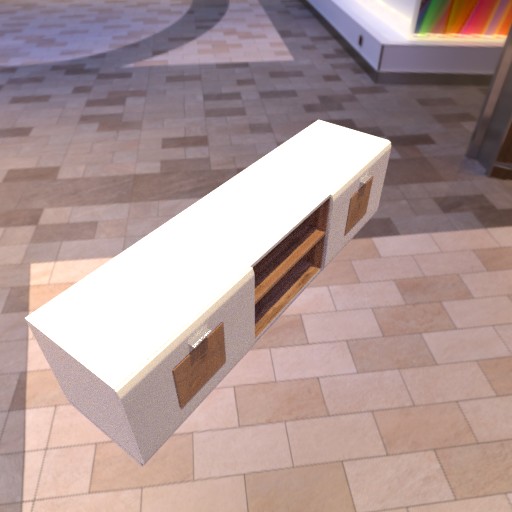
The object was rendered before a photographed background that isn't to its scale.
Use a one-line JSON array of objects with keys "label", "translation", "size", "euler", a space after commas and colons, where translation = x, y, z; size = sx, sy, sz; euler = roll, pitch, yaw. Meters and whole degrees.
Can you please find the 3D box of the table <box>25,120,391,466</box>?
[{"label": "table", "translation": [0.000, 0.000, 1.715], "size": [0.400, 0.440, 1.550], "euler": [26, 47, 27]}]
